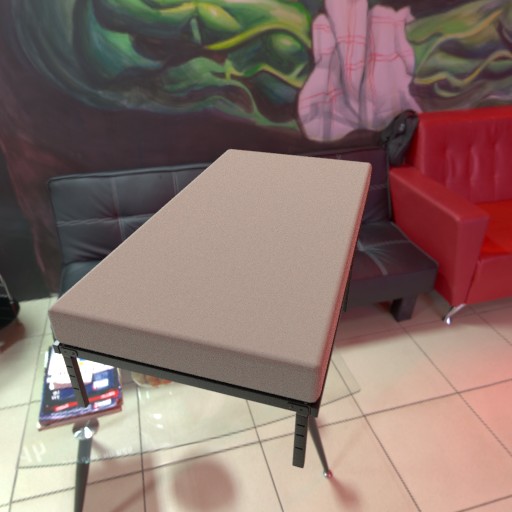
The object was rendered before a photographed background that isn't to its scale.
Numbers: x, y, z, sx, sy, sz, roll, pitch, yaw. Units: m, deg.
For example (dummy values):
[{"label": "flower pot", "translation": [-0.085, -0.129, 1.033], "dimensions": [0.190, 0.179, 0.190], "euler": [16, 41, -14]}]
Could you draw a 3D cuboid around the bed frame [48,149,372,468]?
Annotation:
[{"label": "bed frame", "translation": [0.000, 0.000, 3.225], "dimensions": [1.393, 0.680, 2.635], "euler": [9, 33, 15]}]
